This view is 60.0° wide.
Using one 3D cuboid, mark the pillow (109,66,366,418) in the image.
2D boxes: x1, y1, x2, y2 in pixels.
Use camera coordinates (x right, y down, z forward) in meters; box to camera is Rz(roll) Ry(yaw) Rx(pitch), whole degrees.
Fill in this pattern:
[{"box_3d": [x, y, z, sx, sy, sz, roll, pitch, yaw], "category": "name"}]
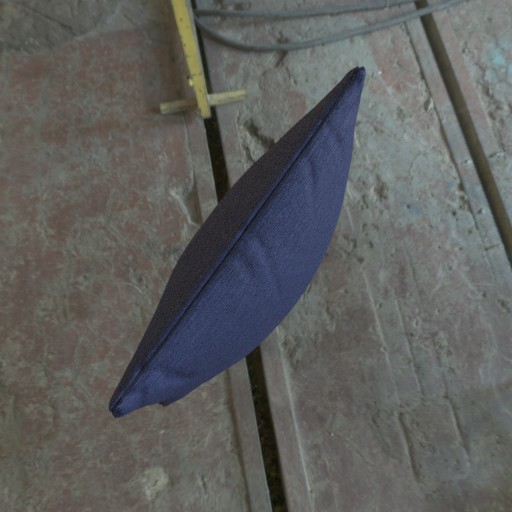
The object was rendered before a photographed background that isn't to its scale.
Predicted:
[{"box_3d": [0.000, 0.000, 0.785, 0.210, 0.338, 0.633, 33, 76, 9], "category": "pillow"}]
